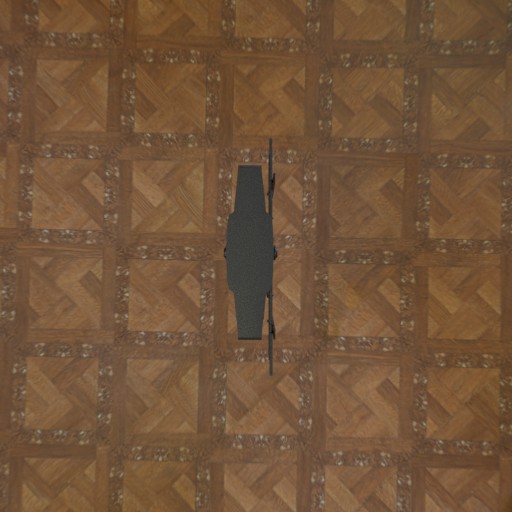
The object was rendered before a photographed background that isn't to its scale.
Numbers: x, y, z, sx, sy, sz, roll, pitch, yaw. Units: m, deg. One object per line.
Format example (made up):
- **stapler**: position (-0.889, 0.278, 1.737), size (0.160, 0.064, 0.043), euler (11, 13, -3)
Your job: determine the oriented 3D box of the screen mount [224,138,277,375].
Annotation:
- **screen mount**: position (0.000, 0.000, 1.032), size (0.090, 0.775, 0.595), euler (0, 89, 1)
